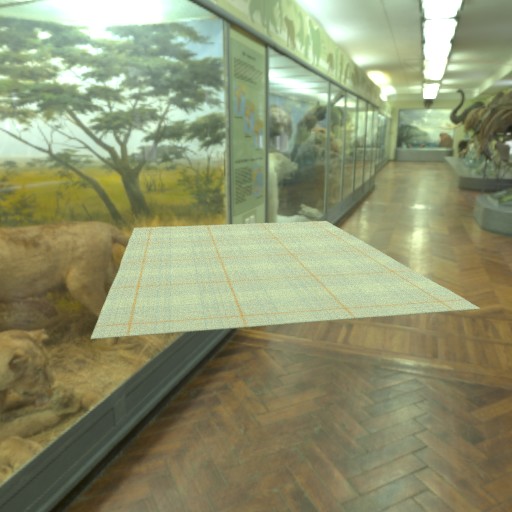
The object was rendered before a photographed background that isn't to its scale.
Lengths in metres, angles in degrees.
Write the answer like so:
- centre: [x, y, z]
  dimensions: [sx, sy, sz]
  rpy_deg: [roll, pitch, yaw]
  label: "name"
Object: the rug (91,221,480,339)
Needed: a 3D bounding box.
- centre: [0.000, 0.000, 4.137]
  dimensions: [2.448, 0.021, 3.051]
  rpy_deg: [-3, 16, -10]
  label: "rug"
